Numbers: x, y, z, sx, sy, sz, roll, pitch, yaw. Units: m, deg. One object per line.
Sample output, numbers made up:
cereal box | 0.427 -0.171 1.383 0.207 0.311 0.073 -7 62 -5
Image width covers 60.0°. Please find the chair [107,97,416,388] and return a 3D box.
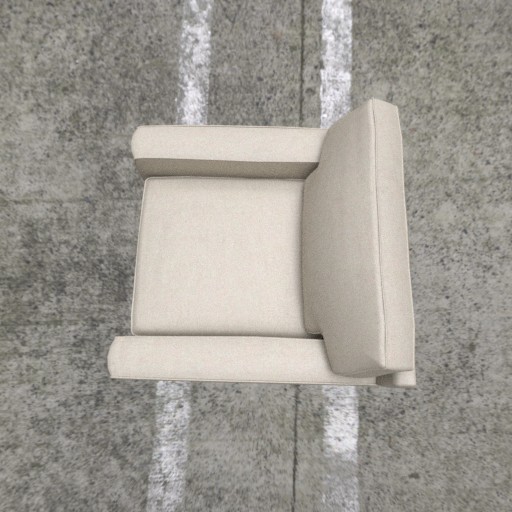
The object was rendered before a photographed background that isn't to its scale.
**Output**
chair | 0.000 0.000 1.802 1.043 0.913 0.998 1 75 0
